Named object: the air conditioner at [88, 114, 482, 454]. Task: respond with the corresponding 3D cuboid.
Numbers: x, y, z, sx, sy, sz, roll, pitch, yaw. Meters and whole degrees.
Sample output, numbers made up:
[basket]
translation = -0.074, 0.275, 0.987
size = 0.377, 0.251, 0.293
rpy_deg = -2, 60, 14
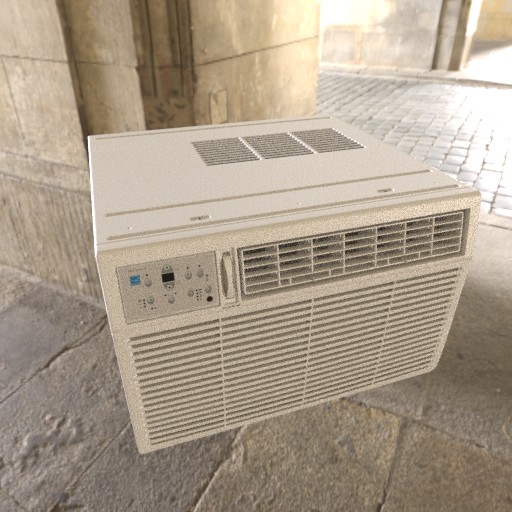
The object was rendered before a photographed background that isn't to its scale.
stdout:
[air conditioner]
translation = 0.000, 0.000, 1.022
size = 0.645, 0.455, 0.599
rpy_deg = -10, 33, -16
